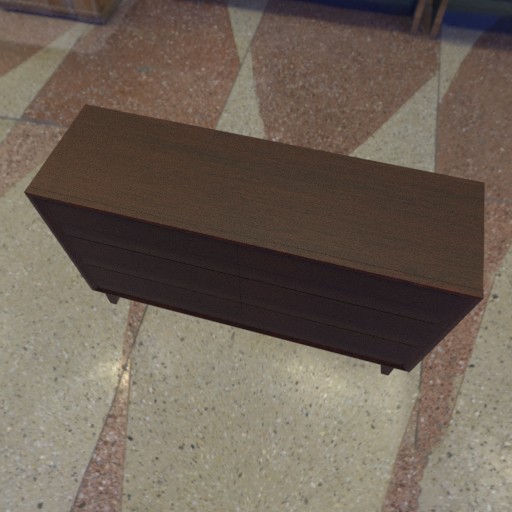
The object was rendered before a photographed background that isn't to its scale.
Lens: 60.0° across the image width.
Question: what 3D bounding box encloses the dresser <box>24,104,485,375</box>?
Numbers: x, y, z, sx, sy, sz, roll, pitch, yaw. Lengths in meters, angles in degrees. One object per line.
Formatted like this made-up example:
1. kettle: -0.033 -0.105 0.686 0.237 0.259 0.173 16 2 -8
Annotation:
1. dresser: 0.000 0.000 2.032 1.609 0.971 0.499 13 60 8
